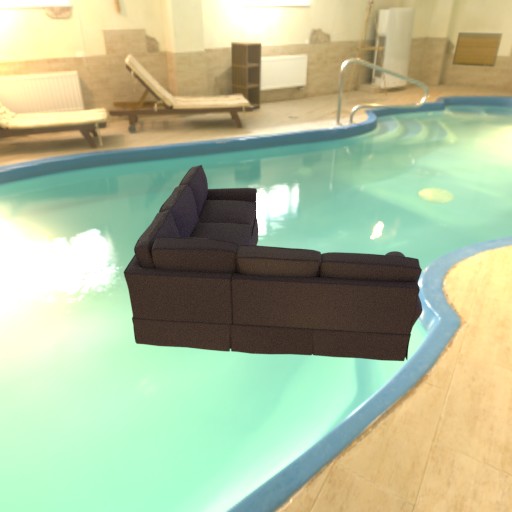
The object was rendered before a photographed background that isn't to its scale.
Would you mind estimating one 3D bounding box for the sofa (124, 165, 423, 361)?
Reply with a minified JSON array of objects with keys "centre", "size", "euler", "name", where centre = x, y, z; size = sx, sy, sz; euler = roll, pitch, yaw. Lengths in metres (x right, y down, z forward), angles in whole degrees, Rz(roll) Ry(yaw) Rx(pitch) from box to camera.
[{"centre":[0.000,0.000,5.076],"size":[3.773,1.169,2.874],"euler":[20,36,31],"name":"sofa"}]
